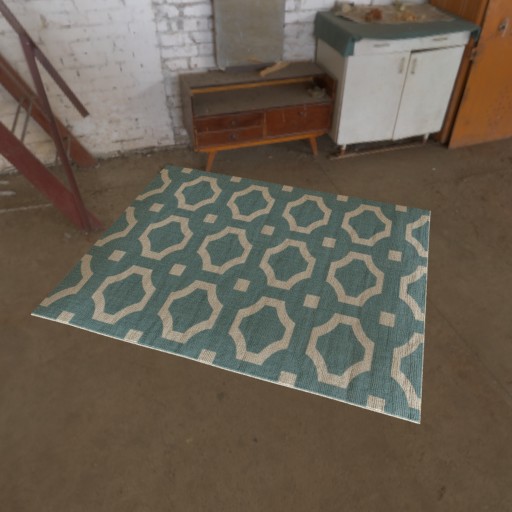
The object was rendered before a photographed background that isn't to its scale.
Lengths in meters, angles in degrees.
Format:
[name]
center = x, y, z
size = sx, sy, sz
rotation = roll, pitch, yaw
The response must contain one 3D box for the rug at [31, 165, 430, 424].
[rug]
center = 0.000, 0.000, 4.120
size = 3.049, 0.021, 2.466
rotation = 12, 43, 13
